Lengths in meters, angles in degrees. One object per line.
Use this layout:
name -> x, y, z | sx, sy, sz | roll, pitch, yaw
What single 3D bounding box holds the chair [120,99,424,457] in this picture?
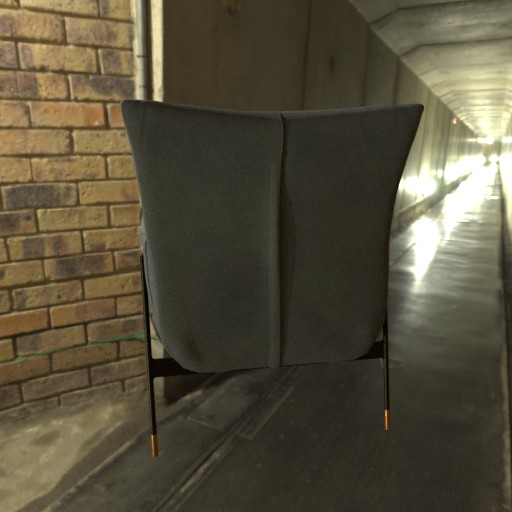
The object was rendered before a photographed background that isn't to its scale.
chair -> 0.000, 0.000, 1.374 | 0.678, 0.858, 0.709 | -2, 15, -9
